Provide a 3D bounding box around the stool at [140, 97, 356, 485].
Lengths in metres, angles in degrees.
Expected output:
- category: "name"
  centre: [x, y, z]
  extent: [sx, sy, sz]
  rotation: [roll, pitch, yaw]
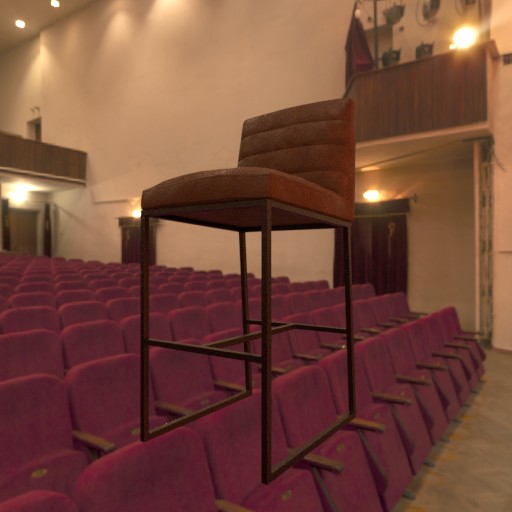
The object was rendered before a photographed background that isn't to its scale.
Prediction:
- category: "stool"
  centre: [0.000, 0.000, 1.375]
  extent: [0.463, 1.065, 0.562]
  rotation: [0, 0, 35]
